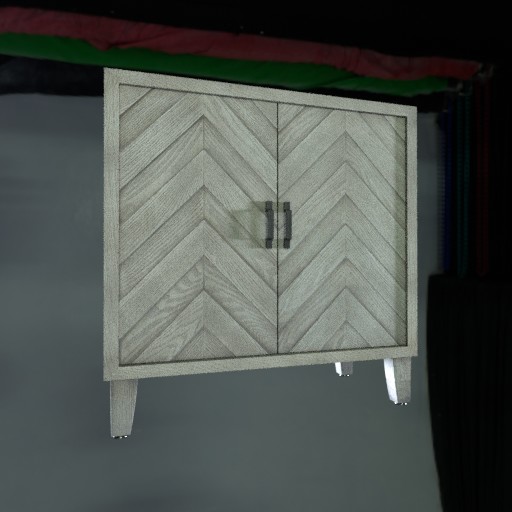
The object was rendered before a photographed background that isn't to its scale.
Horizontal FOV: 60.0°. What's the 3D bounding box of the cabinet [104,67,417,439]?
[{"bbox_3d":[0.000,0.000,1.212,0.781,0.787,0.370,0,0,-18],"label":"cabinet"}]
